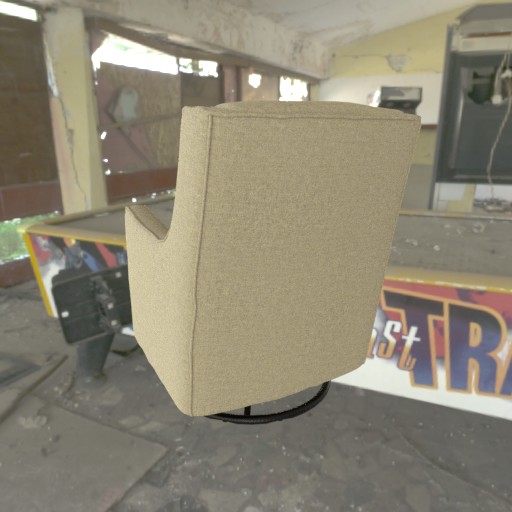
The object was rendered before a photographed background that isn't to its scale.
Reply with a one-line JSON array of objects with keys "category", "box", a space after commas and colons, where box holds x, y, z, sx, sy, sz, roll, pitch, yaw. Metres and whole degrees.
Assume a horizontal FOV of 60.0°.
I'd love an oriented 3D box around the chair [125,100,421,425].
[{"category": "chair", "box": [0.000, 0.000, 1.561, 0.732, 0.993, 0.879, -8, 17, -27]}]
